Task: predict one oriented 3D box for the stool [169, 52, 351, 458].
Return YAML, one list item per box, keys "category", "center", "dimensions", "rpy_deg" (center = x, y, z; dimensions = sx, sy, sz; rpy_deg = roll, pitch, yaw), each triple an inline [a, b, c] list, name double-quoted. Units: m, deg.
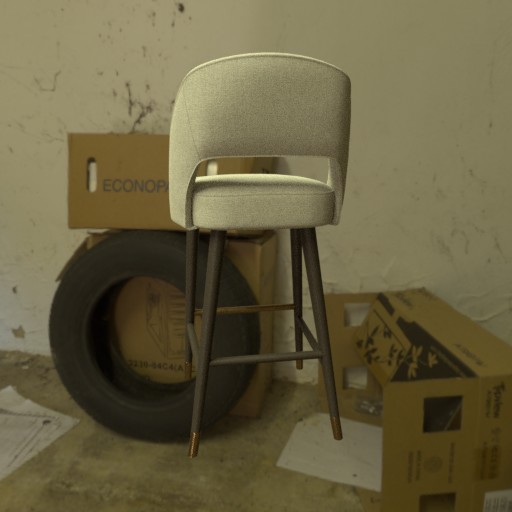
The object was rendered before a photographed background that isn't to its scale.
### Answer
- category: "stool"
  center: [0.000, 0.000, 1.329]
  dimensions: [0.494, 1.037, 0.509]
  rpy_deg: [-2, 14, -10]
